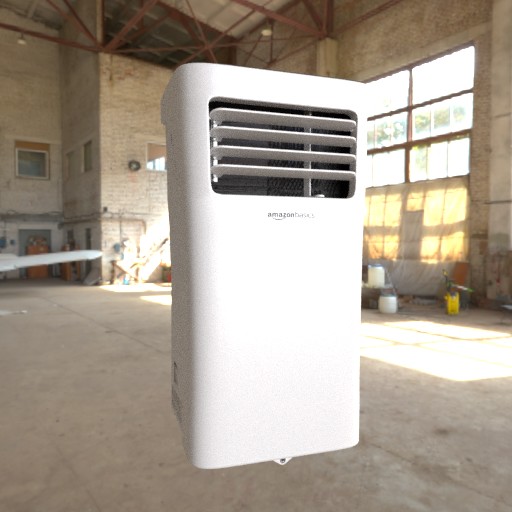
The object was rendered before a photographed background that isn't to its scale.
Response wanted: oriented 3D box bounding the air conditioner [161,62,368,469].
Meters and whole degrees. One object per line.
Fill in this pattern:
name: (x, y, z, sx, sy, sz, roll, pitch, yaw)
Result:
air conditioner: (0.000, 0.000, 0.906, 0.352, 0.716, 0.369, 0, 2, -18)
